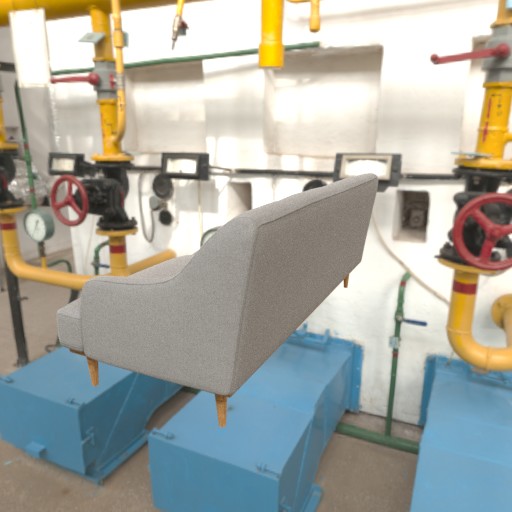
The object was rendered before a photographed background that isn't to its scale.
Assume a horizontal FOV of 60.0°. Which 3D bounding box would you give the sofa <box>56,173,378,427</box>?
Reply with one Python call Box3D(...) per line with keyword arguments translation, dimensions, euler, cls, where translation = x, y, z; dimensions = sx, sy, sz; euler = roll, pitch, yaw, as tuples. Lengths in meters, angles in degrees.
Box3D(translation=(0.000, 0.000, 2.579), dimensions=(0.978, 0.871, 2.057), euler=(7, 17, 25), cls="sofa")
